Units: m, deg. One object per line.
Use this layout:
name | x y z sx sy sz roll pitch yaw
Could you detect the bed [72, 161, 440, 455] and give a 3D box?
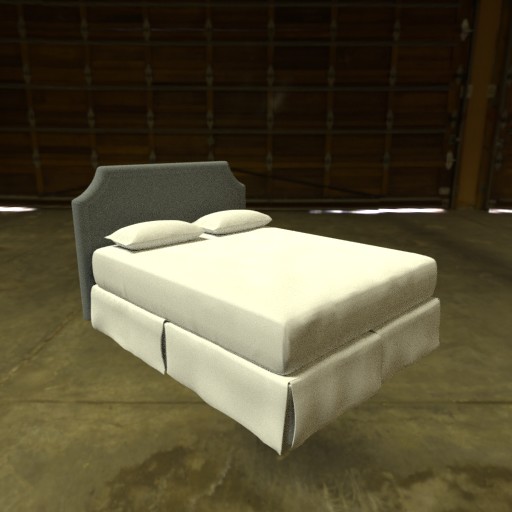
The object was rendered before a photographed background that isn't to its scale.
bed | 0.000 0.000 3.353 1.811 1.296 2.259 -14 20 -43
